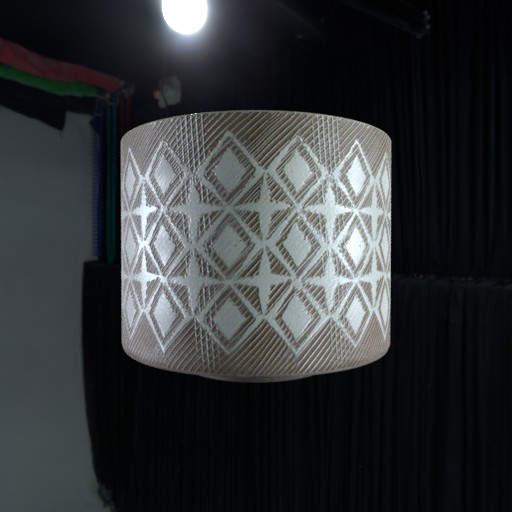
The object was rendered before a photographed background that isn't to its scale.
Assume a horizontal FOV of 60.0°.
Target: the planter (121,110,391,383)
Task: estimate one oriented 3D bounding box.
[{"bbox_3d":[0.000,0.000,0.218,0.126,0.104,0.126,0,1,0],"label":"planter"}]
